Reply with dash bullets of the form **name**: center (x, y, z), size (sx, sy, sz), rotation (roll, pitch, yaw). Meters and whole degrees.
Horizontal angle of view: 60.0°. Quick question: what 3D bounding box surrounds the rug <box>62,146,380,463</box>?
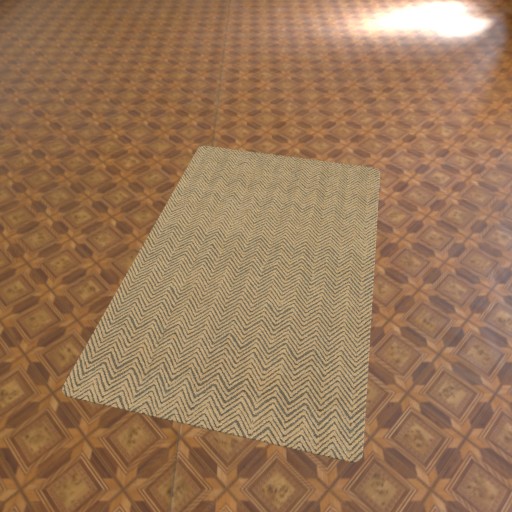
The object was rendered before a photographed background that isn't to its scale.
- **rug**: center (0.000, 0.000, 2.188), size (1.144, 0.008, 1.752), rotation (9, 47, 9)
